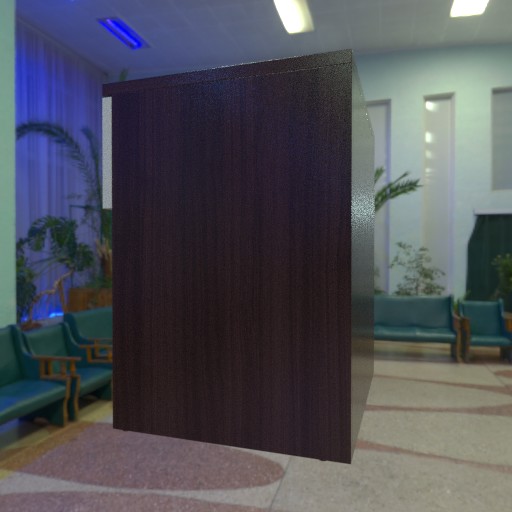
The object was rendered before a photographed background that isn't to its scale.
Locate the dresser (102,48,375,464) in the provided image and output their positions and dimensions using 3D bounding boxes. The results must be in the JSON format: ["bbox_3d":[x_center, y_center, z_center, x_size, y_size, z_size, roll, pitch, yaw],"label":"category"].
[{"bbox_3d":[0.000,0.000,0.745,0.360,0.470,0.400,0,1,18],"label":"dresser"}]
